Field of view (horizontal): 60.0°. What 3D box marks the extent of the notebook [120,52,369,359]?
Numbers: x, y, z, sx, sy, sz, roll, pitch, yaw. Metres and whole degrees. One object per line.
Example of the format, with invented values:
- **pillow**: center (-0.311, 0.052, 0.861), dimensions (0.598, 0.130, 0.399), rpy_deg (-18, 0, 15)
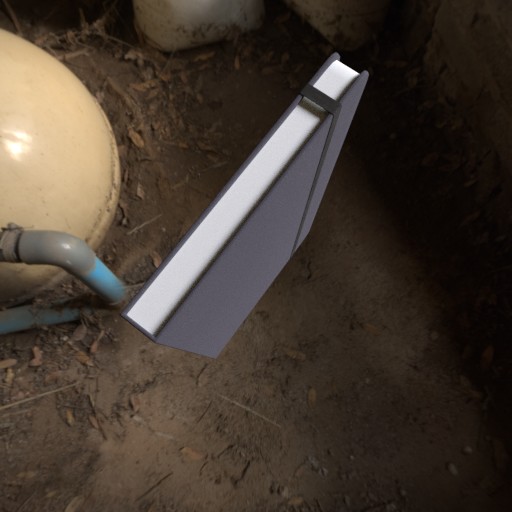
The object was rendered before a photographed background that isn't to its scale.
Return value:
- **notebook**: center (0.000, 0.000, 0.256), dimensions (0.016, 0.213, 0.127), rpy_deg (36, 78, 8)
